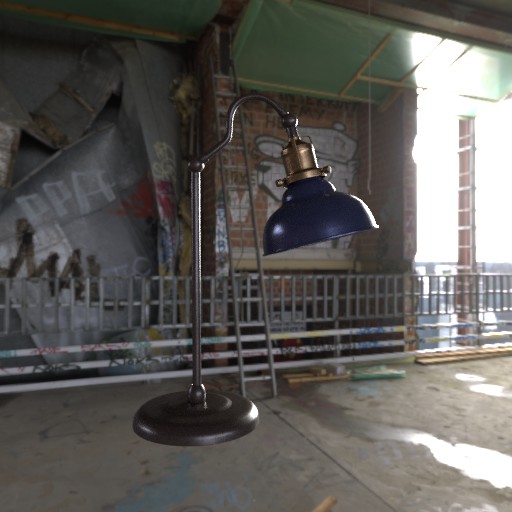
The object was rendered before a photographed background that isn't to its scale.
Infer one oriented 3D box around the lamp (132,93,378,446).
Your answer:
[{"bbox_3d":[0.000,0.000,0.688,0.374,0.508,0.192,0,-1,0],"label":"lamp"}]
